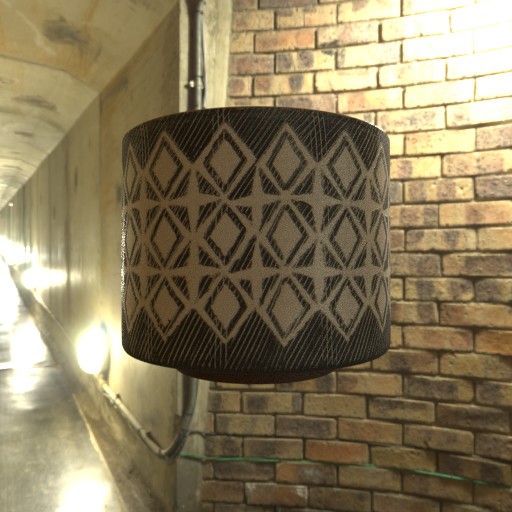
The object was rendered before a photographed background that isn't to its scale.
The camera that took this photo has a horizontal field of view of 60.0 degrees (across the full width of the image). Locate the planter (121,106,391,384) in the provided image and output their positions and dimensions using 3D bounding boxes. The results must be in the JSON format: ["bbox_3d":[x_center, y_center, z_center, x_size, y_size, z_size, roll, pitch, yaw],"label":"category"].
[{"bbox_3d":[0.000,0.000,0.218,0.126,0.104,0.126,0,-1,0],"label":"planter"}]
